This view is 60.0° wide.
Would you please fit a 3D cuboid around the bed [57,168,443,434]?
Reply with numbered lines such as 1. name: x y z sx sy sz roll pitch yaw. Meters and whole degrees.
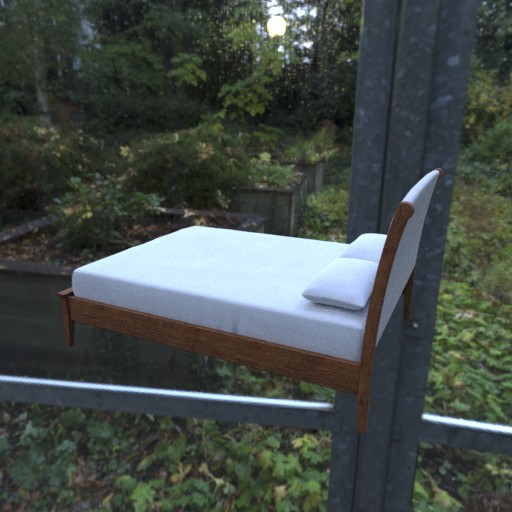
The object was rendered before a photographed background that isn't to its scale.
1. bed: 0.000 0.000 2.976 2.108 1.135 1.502 8 19 25
